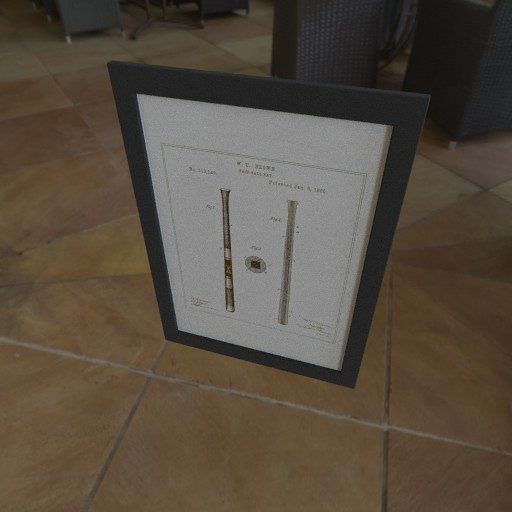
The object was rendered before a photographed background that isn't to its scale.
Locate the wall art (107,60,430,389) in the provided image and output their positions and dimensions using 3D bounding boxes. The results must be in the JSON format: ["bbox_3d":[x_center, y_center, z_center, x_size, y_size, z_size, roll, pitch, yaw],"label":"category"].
[{"bbox_3d":[0.000,0.000,0.669,0.374,0.529,0.012,11,42,13],"label":"wall art"}]
